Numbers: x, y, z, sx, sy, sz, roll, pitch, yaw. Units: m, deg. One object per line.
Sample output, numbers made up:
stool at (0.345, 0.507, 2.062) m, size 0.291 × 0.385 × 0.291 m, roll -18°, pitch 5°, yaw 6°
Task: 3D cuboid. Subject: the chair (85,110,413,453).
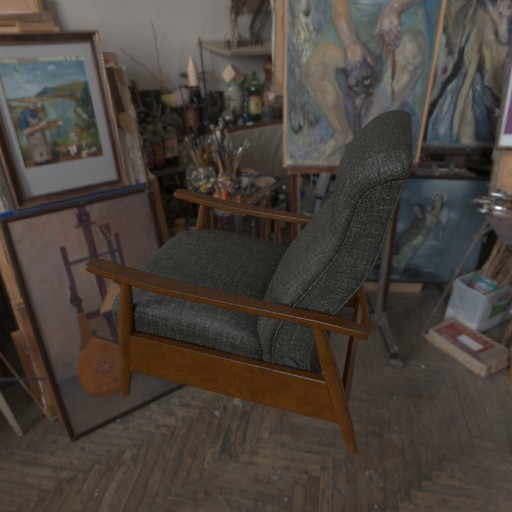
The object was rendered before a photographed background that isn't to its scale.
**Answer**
chair at (0.000, 0.000, 1.754) m, size 1.014 × 1.082 × 0.762 m, roll 8°, pitch 31°, yaw 14°
